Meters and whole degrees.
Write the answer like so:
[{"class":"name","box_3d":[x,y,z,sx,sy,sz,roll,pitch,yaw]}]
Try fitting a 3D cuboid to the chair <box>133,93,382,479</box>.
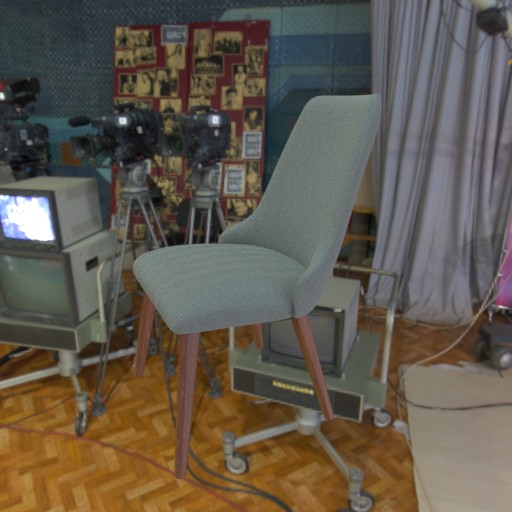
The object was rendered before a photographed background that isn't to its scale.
[{"class":"chair","box_3d":[0.000,0.000,1.329,0.707,0.918,0.535,-8,20,-24]}]
